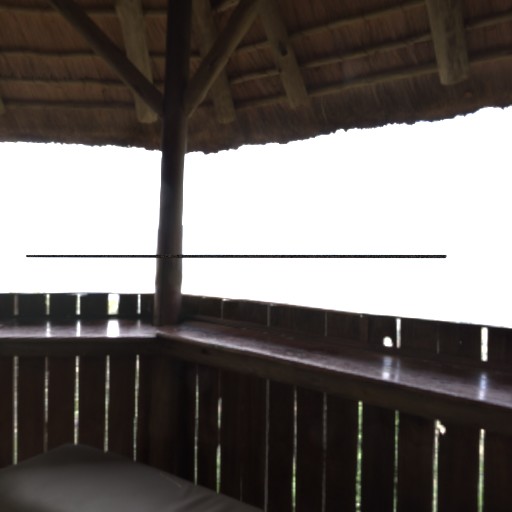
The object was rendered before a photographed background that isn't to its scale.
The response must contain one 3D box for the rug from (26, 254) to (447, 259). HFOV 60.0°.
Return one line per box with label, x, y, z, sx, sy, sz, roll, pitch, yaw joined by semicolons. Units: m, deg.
rug;0.000;0.000;4.130;3.000;0.025;2.401;0;0;16
